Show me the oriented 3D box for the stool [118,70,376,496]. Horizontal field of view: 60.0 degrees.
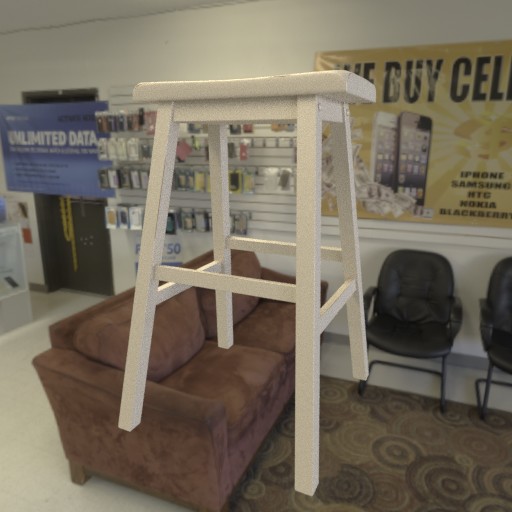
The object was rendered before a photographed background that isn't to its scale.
[{"bbox_3d":[0.000,0.000,1.011,0.457,0.737,0.476,7,16,25],"label":"stool"}]
